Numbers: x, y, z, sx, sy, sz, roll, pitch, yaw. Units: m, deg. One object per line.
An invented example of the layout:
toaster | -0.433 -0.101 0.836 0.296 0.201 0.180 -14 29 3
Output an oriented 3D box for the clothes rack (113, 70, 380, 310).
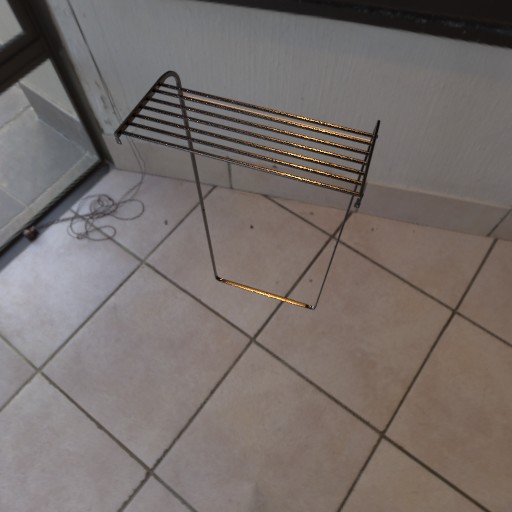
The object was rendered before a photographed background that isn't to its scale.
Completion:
clothes rack | 0.000 0.000 1.791 0.609 1.574 0.349 16 64 8
